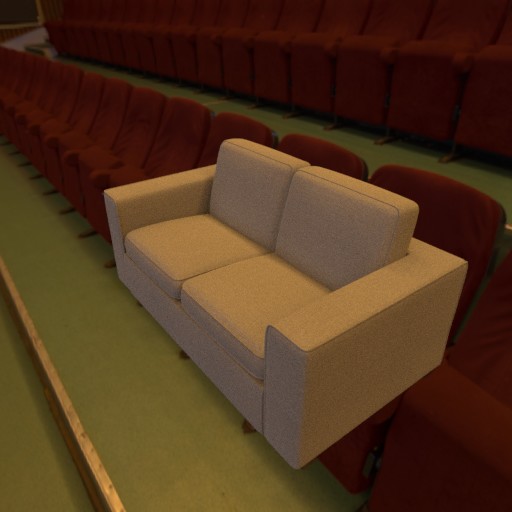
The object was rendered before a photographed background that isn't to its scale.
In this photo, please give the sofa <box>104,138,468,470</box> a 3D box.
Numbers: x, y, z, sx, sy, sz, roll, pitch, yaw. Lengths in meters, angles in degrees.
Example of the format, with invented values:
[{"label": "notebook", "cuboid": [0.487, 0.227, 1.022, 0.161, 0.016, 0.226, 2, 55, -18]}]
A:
[{"label": "sofa", "cuboid": [0.000, 0.000, 2.431, 1.007, 0.924, 1.812, -21, 36, -32]}]
